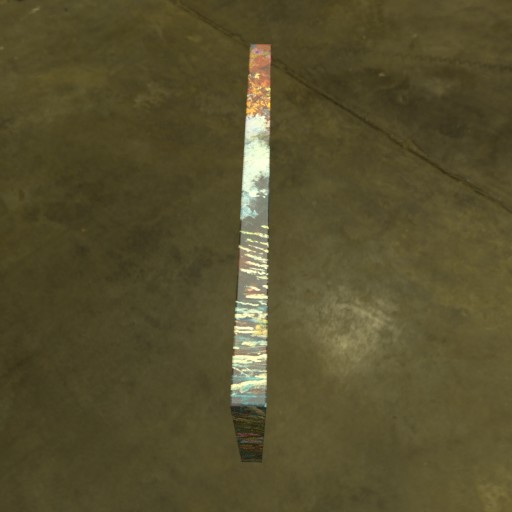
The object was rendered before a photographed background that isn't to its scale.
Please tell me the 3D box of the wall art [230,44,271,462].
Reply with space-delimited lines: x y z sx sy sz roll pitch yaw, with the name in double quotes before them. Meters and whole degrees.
"wall art" 0.000 0.000 0.777 0.037 0.406 0.610 1 58 1
